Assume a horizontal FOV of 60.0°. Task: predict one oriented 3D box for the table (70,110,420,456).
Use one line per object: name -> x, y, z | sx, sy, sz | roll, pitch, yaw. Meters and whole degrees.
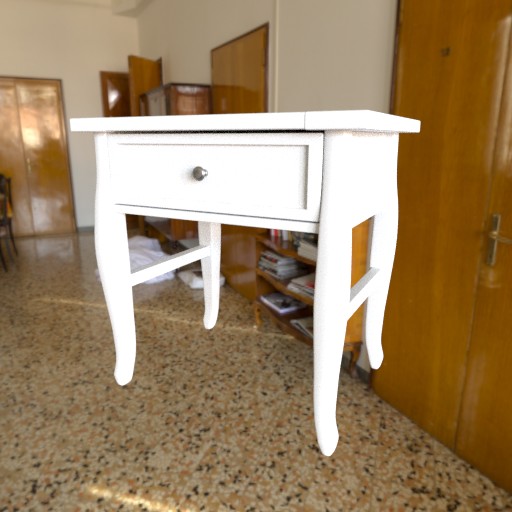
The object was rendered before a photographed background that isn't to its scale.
table -> 0.000, 0.000, 1.022 | 0.599, 0.605, 0.463 | 8, 17, 27
